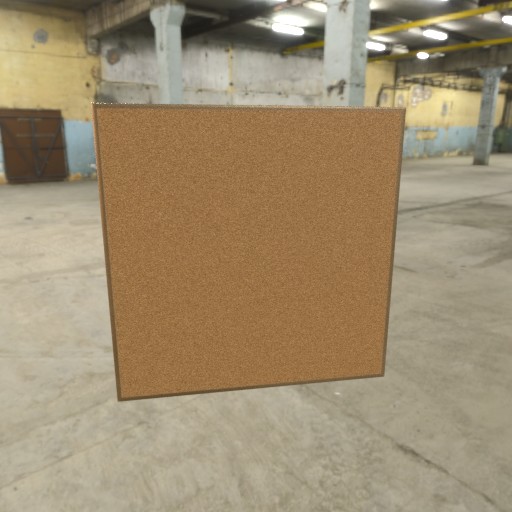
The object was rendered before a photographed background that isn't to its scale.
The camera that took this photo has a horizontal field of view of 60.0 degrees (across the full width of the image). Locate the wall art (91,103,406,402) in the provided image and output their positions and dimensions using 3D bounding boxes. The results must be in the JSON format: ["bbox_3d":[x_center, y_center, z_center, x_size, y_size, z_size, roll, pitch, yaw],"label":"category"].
[{"bbox_3d":[0.000,0.000,0.795,0.513,0.511,0.038,-3,15,-10],"label":"wall art"}]
